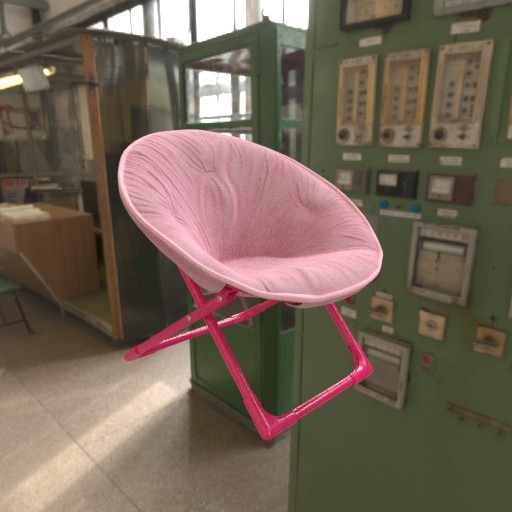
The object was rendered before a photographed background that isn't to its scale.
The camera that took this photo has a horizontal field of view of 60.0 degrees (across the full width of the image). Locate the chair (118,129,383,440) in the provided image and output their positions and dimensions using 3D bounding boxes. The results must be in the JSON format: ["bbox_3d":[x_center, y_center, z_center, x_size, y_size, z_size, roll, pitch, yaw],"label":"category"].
[{"bbox_3d":[0.000,0.000,0.884,0.522,0.494,0.459,-13,19,-42],"label":"chair"}]
